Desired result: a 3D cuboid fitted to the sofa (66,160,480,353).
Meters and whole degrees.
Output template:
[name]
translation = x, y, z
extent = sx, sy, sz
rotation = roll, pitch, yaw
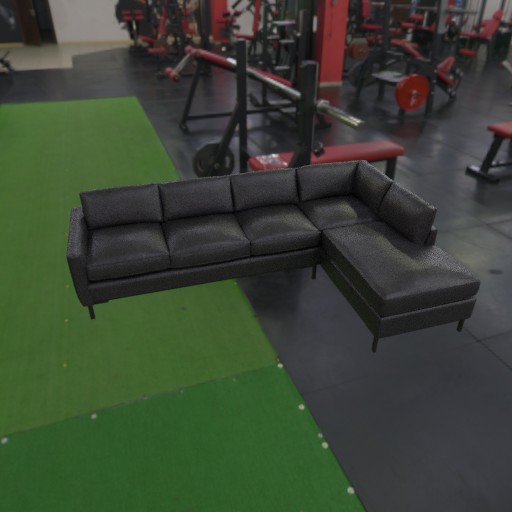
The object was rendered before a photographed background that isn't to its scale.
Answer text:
[sofa]
translation = 0.000, 0.000, 3.763
extent = 2.984, 0.877, 1.938
rotation = -9, 33, -14
